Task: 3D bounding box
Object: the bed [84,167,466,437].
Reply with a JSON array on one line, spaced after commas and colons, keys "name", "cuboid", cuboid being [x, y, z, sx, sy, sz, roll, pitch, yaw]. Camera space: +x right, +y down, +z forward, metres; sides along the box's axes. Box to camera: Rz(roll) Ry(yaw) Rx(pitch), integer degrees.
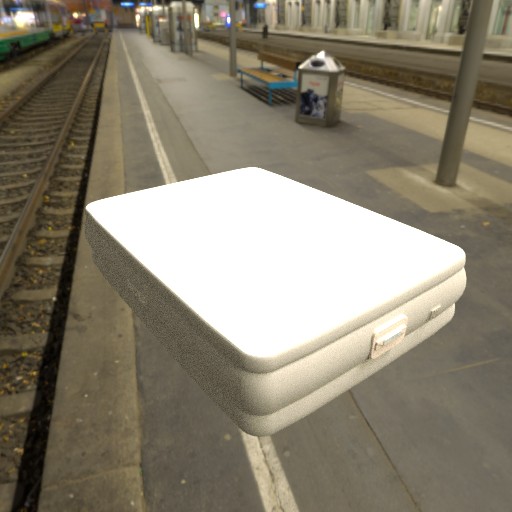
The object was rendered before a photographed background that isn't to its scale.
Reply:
[{"name": "bed", "cuboid": [0.000, 0.000, 2.710, 1.520, 0.460, 2.036, -20, 34, -32]}]
